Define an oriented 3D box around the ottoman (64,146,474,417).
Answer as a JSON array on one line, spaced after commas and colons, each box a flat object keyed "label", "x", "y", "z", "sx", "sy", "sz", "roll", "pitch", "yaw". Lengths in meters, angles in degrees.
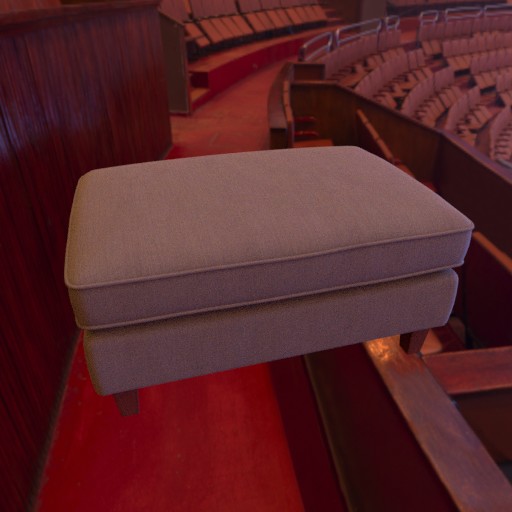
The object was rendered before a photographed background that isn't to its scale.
[{"label": "ottoman", "x": 0.000, "y": 0.000, "z": 1.281, "sx": 0.941, "sy": 0.480, "sz": 0.636, "roll": -8, "pitch": 32, "yaw": -13}]
